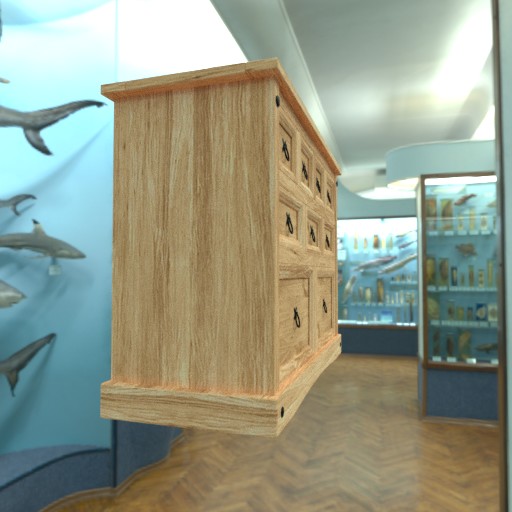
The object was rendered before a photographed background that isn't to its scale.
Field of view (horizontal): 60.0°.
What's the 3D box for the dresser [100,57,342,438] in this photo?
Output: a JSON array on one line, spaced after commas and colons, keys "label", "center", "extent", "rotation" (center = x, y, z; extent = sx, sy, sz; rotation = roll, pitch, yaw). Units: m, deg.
[{"label": "dresser", "center": [0.000, 0.000, 1.382], "extent": [0.410, 0.740, 0.990], "rotation": [-1, -2, 18]}]
